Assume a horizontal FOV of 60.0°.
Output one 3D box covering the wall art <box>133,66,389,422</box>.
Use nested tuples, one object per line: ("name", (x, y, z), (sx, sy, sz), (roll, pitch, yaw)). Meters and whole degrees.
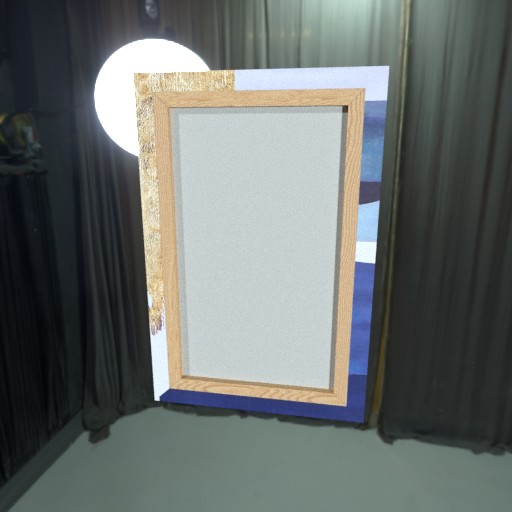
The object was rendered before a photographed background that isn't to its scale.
("wall art", (0.000, 0.000, 1.170), (0.607, 0.911, 0.039), (3, 15, 10))
